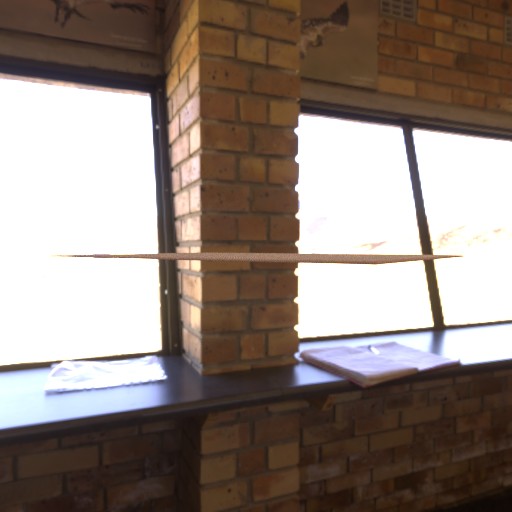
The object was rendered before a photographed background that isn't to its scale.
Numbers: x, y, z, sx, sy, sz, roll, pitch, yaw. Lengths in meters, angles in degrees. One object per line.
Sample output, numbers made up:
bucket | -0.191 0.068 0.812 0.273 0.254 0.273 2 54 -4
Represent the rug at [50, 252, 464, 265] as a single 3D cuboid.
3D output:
rug | 0.000 0.000 2.786 2.134 0.013 1.524 1 1 36
